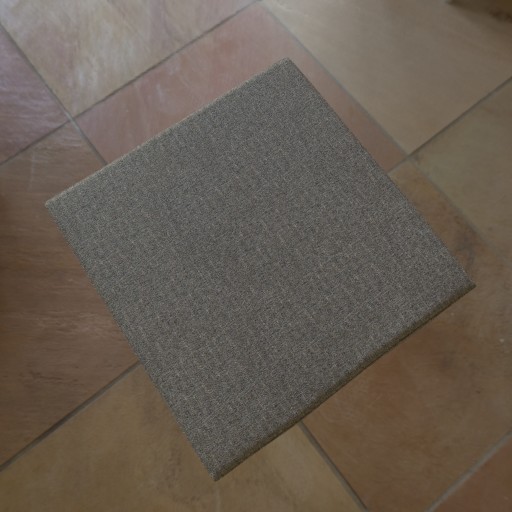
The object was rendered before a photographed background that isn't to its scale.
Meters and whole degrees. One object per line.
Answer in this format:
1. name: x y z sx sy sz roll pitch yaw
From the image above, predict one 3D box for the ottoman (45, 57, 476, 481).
1. ottoman: 0.000 0.000 1.526 0.981 0.379 1.016 -34 78 -8
